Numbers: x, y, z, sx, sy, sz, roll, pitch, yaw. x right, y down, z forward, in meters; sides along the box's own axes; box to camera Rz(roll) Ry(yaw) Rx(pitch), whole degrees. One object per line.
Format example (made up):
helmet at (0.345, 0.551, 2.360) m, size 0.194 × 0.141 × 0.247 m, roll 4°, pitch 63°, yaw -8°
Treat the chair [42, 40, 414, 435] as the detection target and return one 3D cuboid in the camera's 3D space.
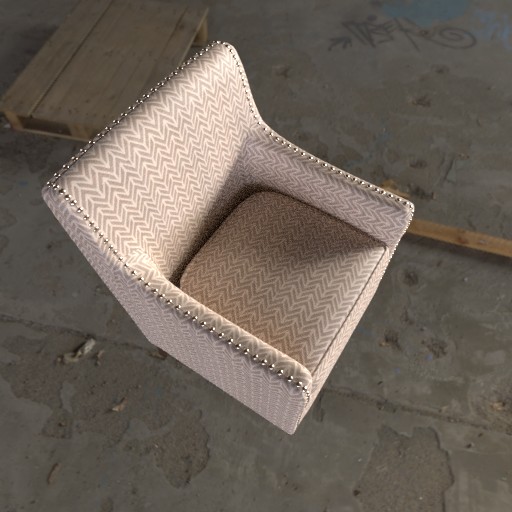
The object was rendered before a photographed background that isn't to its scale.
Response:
chair at (0.000, 0.000, 1.253) m, size 0.651 × 0.816 × 0.623 m, roll 29°, pitch 62°, yaw 17°
